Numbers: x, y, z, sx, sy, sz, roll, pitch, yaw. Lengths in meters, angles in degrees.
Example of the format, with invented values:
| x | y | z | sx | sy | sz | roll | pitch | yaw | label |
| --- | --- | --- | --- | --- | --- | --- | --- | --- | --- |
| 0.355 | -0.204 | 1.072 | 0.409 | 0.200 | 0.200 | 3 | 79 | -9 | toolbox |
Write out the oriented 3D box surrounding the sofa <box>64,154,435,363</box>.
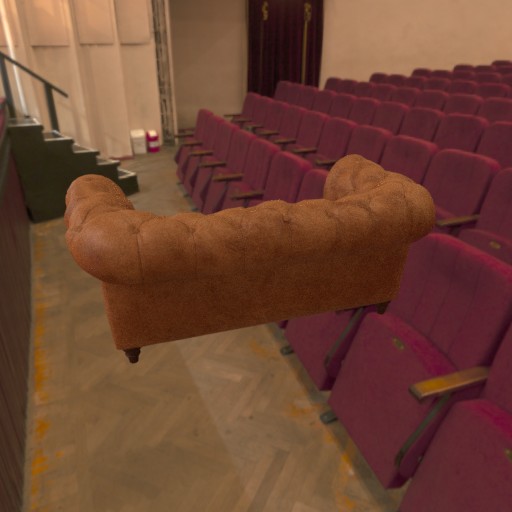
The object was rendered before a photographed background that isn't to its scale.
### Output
| x | y | z | sx | sy | sz | roll | pitch | yaw | label |
| --- | --- | --- | --- | --- | --- | --- | --- | --- | --- |
| 0.000 | 0.000 | 2.561 | 1.979 | 0.877 | 1.042 | -8 | 27 | -16 | sofa |
